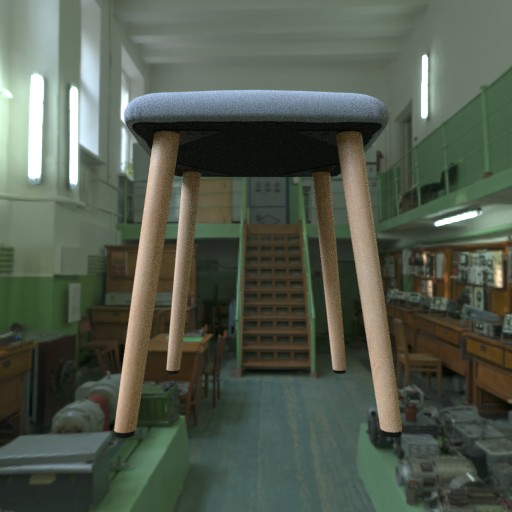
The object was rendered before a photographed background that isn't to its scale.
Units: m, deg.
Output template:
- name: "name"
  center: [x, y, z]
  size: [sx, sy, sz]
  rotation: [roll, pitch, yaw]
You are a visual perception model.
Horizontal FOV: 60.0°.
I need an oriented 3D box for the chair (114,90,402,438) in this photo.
- name: "chair"
  center: [0.000, 0.000, 0.701]
  size: [0.350, 0.440, 0.350]
  rotation: [0, -2, 0]
